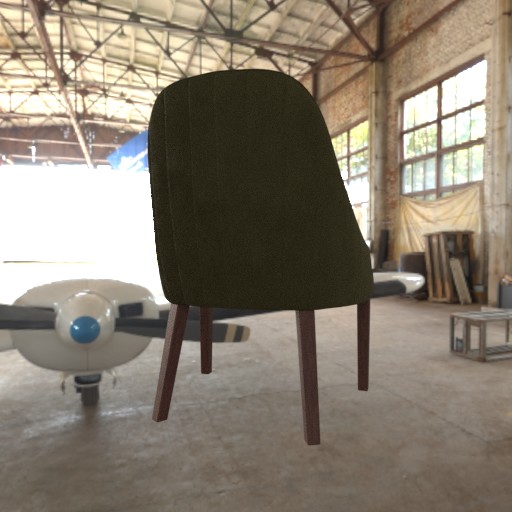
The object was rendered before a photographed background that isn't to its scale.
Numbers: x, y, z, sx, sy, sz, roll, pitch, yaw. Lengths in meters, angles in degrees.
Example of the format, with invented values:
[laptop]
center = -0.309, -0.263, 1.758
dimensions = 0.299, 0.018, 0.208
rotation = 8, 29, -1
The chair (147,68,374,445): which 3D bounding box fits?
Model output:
[chair]
center = 0.000, 0.000, 1.310
dimensions = 0.643, 0.889, 0.575
rotation = 0, 1, 19
